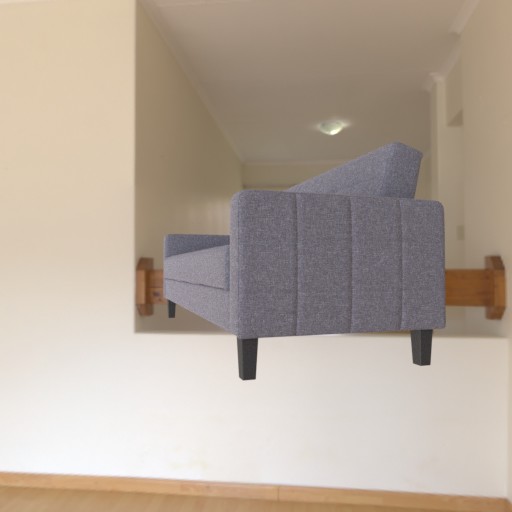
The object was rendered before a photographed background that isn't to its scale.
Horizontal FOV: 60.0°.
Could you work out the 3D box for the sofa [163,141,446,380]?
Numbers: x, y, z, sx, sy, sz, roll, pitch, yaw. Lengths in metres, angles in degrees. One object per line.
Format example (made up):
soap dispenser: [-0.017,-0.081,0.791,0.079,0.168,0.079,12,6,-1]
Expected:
sofa: [0.000,0.000,2.444,0.810,0.850,2.040,1,-2,-18]
